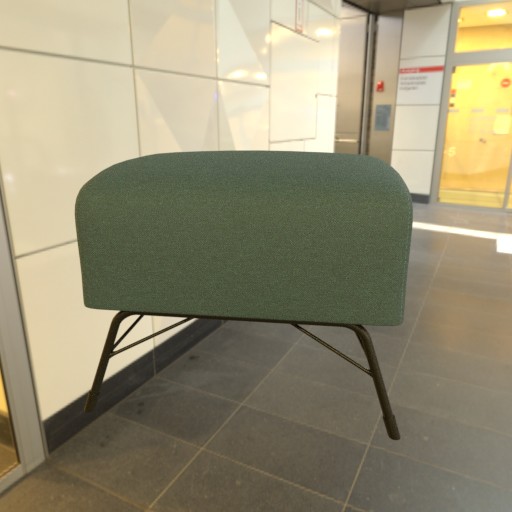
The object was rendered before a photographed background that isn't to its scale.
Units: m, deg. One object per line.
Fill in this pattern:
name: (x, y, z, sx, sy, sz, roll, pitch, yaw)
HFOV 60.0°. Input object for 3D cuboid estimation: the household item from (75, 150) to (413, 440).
household item: (0.000, 0.000, 0.914, 0.530, 0.420, 0.530, 2, 17, 7)
